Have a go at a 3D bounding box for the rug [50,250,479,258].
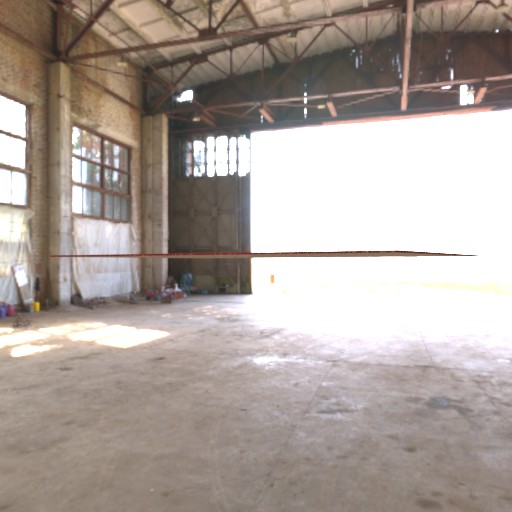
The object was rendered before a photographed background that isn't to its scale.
[{"bbox_3d":[0.000,0.000,2.961,2.442,0.010,1.531,-1,-1,37],"label":"rug"}]
